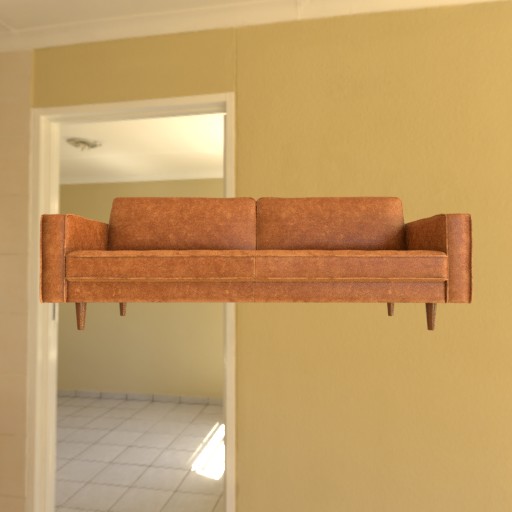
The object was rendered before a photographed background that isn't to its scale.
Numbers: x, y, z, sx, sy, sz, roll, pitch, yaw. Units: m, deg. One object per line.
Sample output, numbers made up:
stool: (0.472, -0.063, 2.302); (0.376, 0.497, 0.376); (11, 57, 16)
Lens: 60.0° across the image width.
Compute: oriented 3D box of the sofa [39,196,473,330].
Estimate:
sofa: (0.000, 0.000, 2.623); (2.199, 0.779, 0.886); (0, -2, 0)
